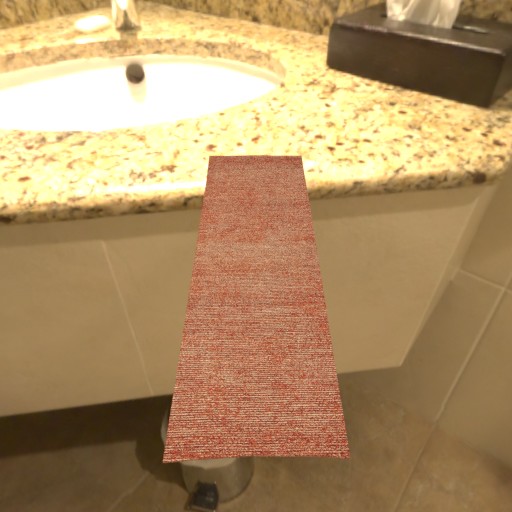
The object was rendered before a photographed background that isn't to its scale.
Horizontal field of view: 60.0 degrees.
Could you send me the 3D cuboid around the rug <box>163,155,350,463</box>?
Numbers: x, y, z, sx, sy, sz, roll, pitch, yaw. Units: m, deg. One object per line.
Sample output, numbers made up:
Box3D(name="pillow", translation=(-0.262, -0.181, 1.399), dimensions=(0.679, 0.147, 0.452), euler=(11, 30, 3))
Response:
Box3D(name="rug", translation=(0.000, 0.000, 2.560), dimensions=(0.718, 0.013, 2.353), euler=(0, 42, 0))
